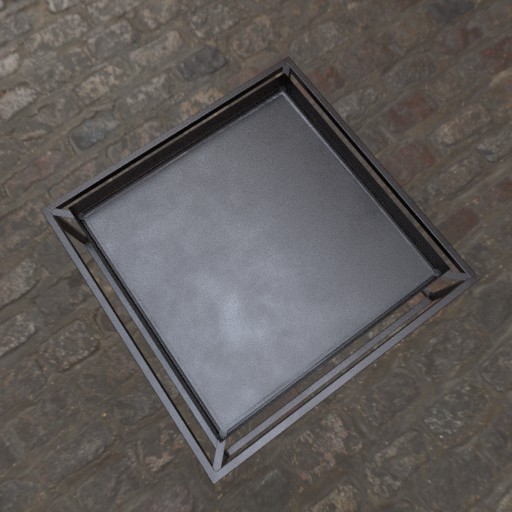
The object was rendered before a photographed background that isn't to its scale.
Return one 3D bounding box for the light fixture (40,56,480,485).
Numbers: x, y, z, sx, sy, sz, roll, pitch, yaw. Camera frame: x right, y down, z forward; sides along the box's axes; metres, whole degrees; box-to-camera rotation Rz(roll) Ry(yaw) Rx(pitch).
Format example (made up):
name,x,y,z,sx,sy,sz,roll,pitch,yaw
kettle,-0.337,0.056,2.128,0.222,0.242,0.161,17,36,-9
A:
name,x,y,z,sx,sy,sz,roll,pitch,yaw
light fixture,0.000,0.000,0.683,0.441,0.191,0.441,-35,78,-8
